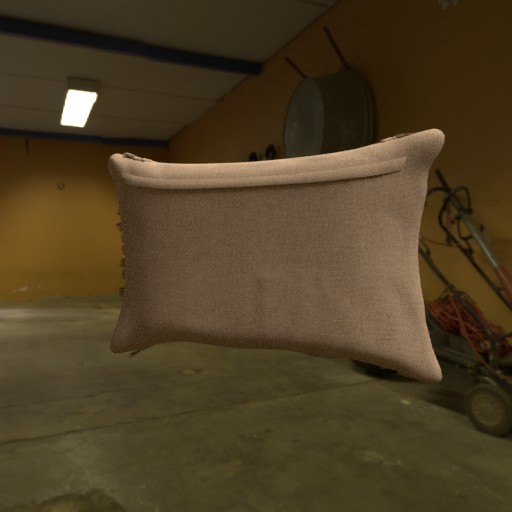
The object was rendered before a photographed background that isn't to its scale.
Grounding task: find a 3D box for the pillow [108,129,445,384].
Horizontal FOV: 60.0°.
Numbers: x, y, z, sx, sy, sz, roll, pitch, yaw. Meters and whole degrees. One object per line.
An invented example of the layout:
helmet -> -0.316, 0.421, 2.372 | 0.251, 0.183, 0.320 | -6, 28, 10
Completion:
pillow -> 0.000, 0.000, 0.594 | 0.466, 0.305, 0.084 | 0, 0, 18
